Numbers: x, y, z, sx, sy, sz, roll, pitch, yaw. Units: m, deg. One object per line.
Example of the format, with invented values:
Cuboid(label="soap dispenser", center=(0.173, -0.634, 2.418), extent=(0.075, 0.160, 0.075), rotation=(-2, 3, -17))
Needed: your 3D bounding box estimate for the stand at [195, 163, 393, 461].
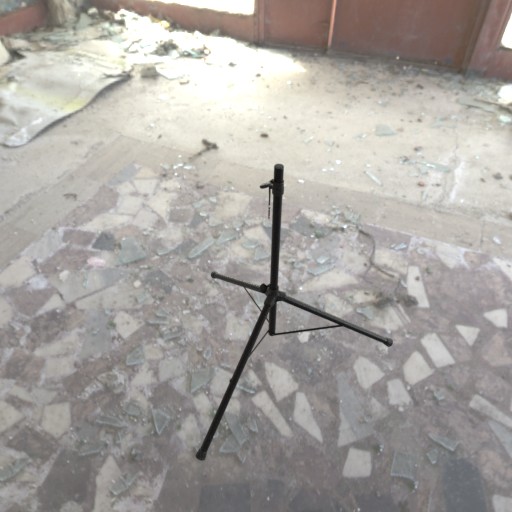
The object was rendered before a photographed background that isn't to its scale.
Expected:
Cuboid(label="stand", center=(0.000, 0.000, 2.799), extent=(1.596, 1.595, 1.339), rotation=(-23, 49, -21))
